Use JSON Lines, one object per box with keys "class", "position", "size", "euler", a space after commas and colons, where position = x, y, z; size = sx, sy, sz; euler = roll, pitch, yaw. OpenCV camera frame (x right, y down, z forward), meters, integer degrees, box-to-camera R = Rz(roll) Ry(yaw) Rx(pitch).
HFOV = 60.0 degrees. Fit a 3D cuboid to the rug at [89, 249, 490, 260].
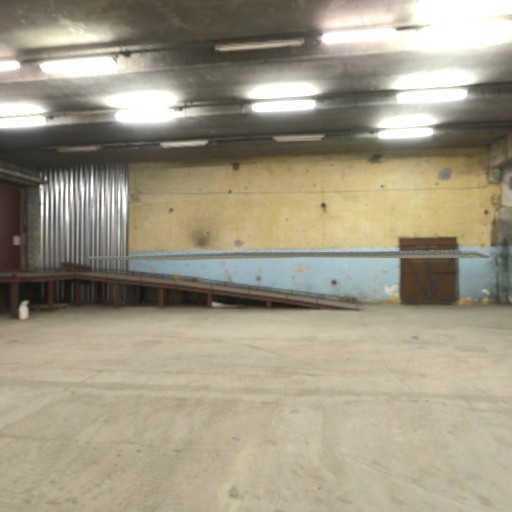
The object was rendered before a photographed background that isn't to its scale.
{"class": "rug", "position": [0.000, 0.000, 2.565], "size": [2.341, 0.037, 0.675], "euler": [-1, -1, 37]}
